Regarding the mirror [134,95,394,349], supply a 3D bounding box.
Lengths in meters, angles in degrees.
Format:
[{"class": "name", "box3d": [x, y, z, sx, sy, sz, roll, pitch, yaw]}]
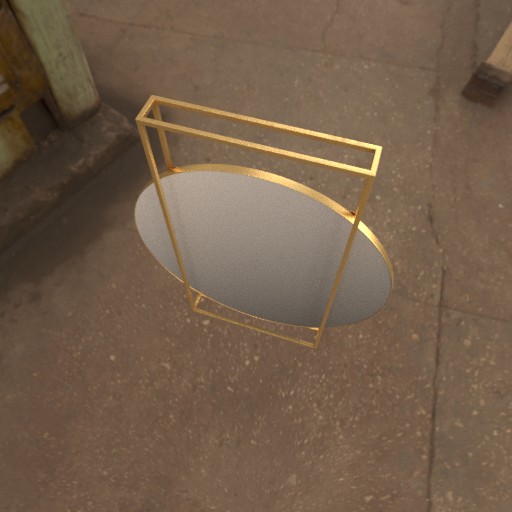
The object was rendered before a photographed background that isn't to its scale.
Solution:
[{"class": "mirror", "box3d": [0.000, 0.000, 0.821, 0.508, 0.603, 0.051, 16, 60, 9]}]
